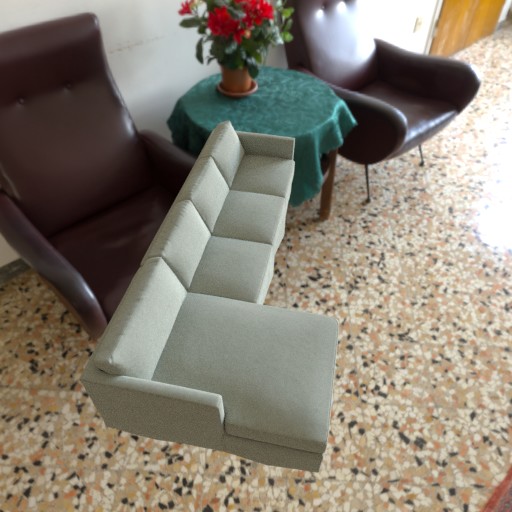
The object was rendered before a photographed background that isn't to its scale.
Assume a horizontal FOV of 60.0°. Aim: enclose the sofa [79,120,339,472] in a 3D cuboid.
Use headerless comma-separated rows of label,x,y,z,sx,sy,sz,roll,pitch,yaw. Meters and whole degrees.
sofa,0.000,0.000,3.960,1.650,0.922,3.205,9,46,8
